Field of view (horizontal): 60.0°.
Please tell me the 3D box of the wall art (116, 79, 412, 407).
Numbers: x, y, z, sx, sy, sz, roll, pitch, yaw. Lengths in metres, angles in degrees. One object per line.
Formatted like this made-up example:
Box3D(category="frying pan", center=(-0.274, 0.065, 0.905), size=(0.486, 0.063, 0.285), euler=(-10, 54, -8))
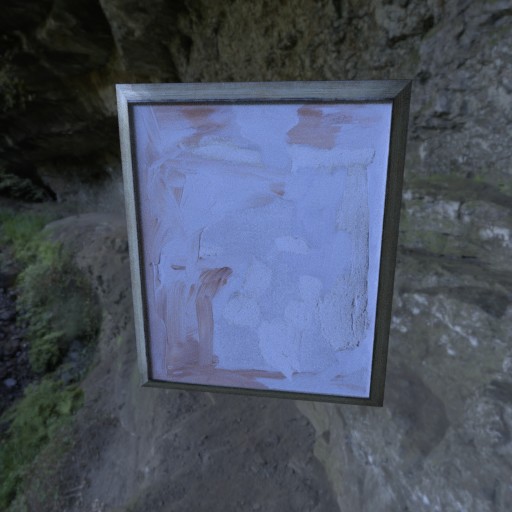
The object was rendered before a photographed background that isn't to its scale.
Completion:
Box3D(category="wall art", center=(0.000, 0.000, 0.620), size=(0.381, 0.457, 0.023), euler=(2, 16, 8))
